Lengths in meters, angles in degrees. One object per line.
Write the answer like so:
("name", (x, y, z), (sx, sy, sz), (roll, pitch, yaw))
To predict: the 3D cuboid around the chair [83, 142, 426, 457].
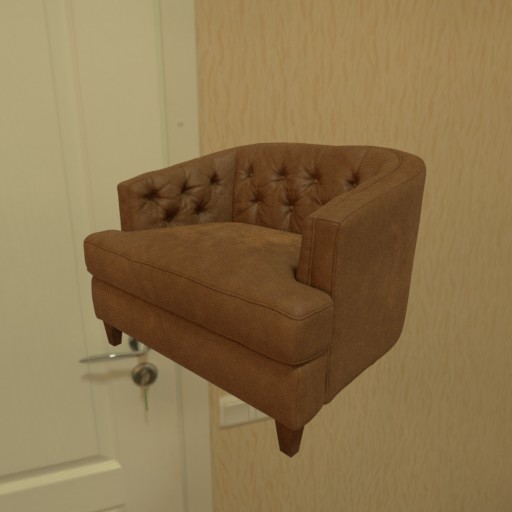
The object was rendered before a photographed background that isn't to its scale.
("chair", (0.000, 0.000, 1.748), (1.119, 0.836, 0.911), (15, 22, 41))
